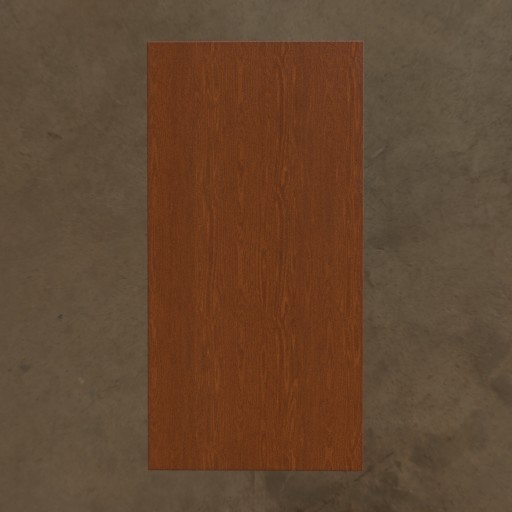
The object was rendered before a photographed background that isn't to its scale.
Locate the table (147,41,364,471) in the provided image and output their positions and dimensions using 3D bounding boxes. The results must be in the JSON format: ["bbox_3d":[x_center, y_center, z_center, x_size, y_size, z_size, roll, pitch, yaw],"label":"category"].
[{"bbox_3d":[0.000,0.000,2.036,0.811,0.755,1.609,0,91,0],"label":"table"}]
